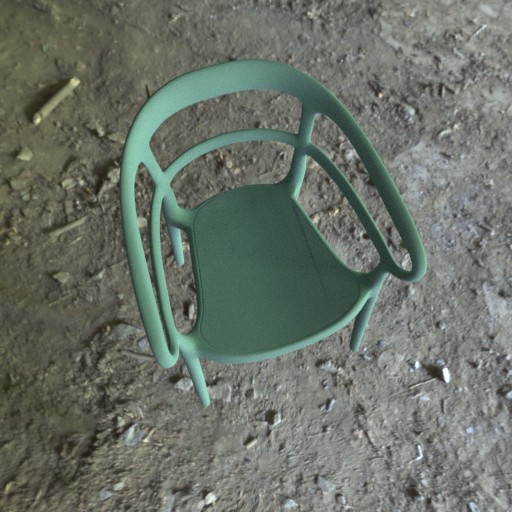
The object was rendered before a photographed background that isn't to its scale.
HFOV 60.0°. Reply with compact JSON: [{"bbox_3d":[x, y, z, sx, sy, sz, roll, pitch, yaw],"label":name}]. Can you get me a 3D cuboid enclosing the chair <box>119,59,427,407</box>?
[{"bbox_3d":[0.000,0.000,1.135,0.559,0.761,0.527,-18,65,-9],"label":"chair"}]
